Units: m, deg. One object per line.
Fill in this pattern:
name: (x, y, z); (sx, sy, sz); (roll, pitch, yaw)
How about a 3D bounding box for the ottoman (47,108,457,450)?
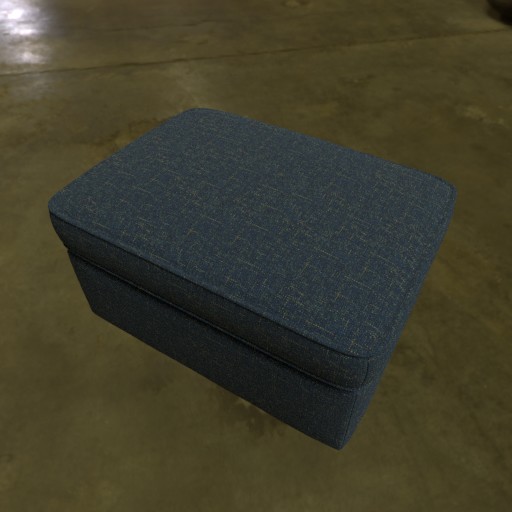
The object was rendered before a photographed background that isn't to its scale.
ottoman: (0.000, 0.000, 1.068); (0.749, 0.450, 0.549); (23, 49, 22)
